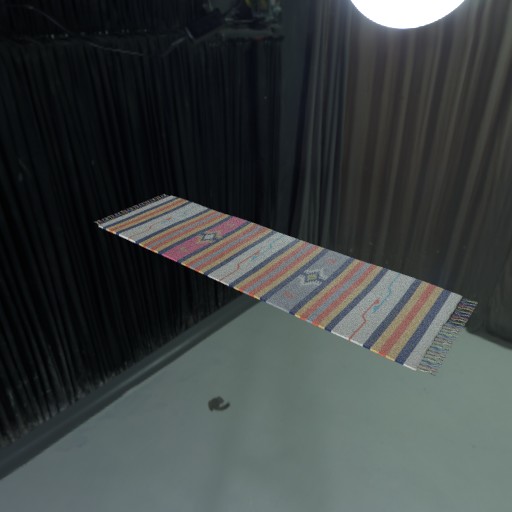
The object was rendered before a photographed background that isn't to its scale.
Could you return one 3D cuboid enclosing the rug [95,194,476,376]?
[{"bbox_3d":[0.000,0.000,2.765,2.455,0.017,0.695,21,36,32],"label":"rug"}]
